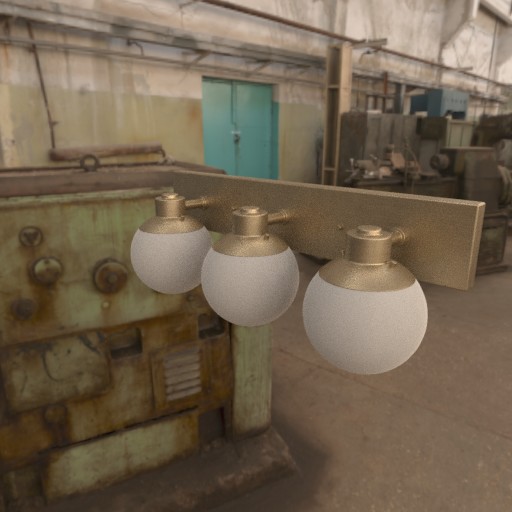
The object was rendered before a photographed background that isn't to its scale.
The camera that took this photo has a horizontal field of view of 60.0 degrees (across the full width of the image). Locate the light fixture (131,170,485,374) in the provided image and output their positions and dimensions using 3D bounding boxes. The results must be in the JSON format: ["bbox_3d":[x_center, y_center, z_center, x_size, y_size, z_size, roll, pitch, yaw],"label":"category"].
[{"bbox_3d":[0.000,0.000,0.847,0.721,0.263,0.218,15,22,41],"label":"light fixture"}]
